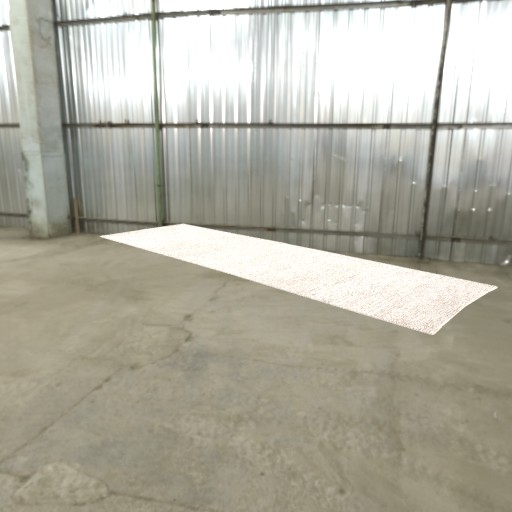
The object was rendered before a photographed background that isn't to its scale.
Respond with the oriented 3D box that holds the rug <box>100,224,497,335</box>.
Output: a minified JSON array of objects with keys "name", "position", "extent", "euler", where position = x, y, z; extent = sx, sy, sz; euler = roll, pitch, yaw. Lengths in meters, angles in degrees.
[{"name":"rug","position":[0.000,0.000,2.513],"extent":[2.346,0.013,0.712],"euler":[13,19,43]}]
